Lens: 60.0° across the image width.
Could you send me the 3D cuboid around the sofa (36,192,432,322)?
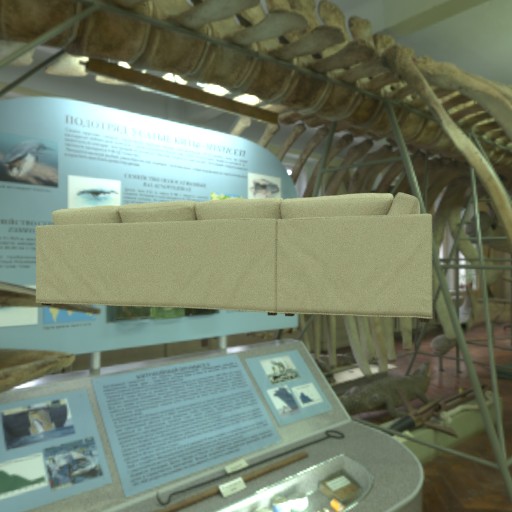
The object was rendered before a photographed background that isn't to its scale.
[{"bbox_3d":[0.000,0.000,4.416,3.182,0.871,2.432,0,0,19],"label":"sofa"}]
